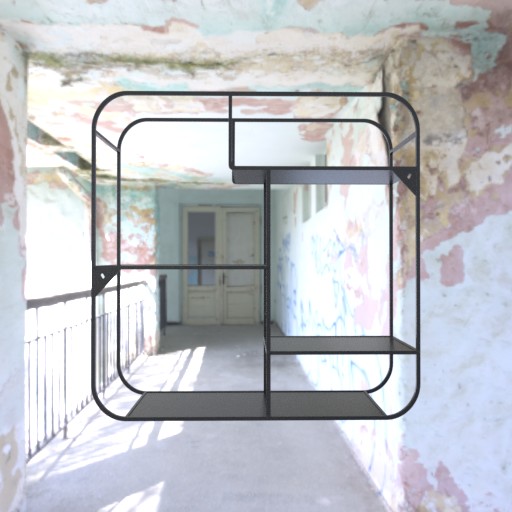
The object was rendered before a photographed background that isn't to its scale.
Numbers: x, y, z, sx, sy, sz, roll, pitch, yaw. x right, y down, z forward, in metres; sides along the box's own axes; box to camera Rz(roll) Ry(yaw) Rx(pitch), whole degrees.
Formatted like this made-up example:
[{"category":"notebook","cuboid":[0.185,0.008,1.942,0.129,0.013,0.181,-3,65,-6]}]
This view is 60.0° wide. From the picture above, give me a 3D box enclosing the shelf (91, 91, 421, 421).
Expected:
[{"category":"shelf","cuboid":[0.000,0.000,0.888,0.600,0.600,0.160,0,0,-1]}]
